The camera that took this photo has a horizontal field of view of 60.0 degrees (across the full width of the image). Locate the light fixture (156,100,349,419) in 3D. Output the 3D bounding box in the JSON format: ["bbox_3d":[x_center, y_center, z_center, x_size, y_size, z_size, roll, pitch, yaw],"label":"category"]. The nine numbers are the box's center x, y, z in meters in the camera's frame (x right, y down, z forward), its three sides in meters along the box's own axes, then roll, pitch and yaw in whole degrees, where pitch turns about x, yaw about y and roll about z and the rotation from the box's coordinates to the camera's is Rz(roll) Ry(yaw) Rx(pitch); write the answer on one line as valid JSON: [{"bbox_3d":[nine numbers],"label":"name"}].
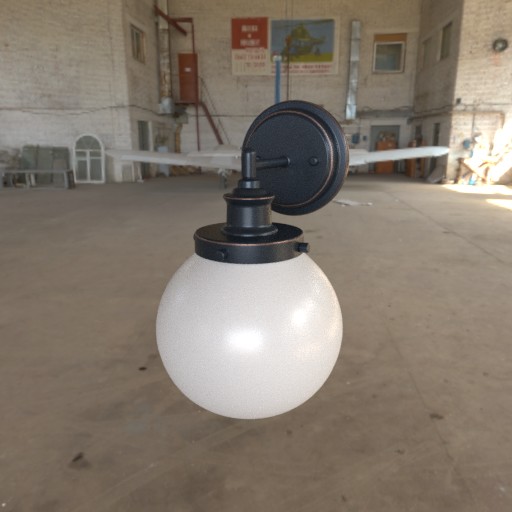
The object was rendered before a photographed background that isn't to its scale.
[{"bbox_3d":[0.000,0.000,0.474,0.197,0.332,0.230,7,16,24],"label":"light fixture"}]
